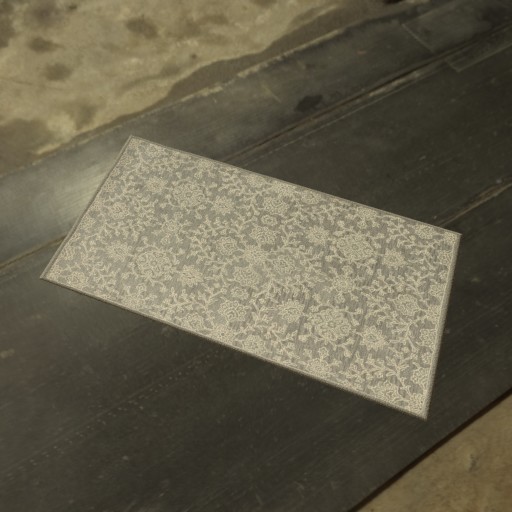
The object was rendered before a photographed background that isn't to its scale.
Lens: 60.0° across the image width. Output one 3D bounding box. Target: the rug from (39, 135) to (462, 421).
[{"bbox_3d":[0.000,0.000,3.554,3.048,0.011,1.546,18,65,9],"label":"rug"}]
